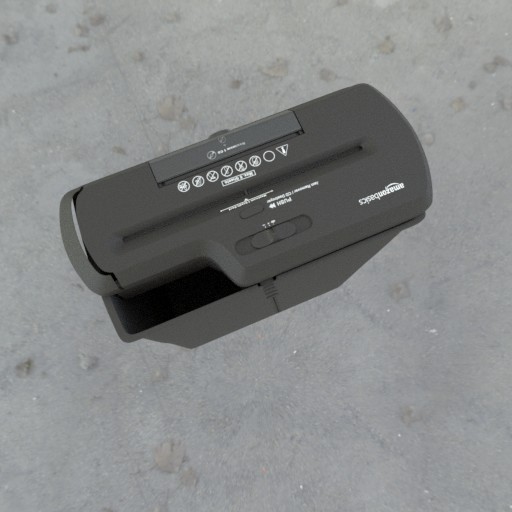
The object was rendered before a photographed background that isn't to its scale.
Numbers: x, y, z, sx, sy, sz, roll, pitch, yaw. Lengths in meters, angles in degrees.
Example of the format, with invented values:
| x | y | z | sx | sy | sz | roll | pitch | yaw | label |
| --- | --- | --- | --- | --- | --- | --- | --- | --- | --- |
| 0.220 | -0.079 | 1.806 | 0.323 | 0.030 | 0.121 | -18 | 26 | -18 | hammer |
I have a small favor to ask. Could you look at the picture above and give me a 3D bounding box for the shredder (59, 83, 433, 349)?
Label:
| x | y | z | sx | sy | sz | roll | pitch | yaw | label |
| --- | --- | --- | --- | --- | --- | --- | --- | --- | --- |
| 0.000 | 0.000 | 0.522 | 0.320 | 0.335 | 0.170 | -22 | 76 | -6 | shredder |
